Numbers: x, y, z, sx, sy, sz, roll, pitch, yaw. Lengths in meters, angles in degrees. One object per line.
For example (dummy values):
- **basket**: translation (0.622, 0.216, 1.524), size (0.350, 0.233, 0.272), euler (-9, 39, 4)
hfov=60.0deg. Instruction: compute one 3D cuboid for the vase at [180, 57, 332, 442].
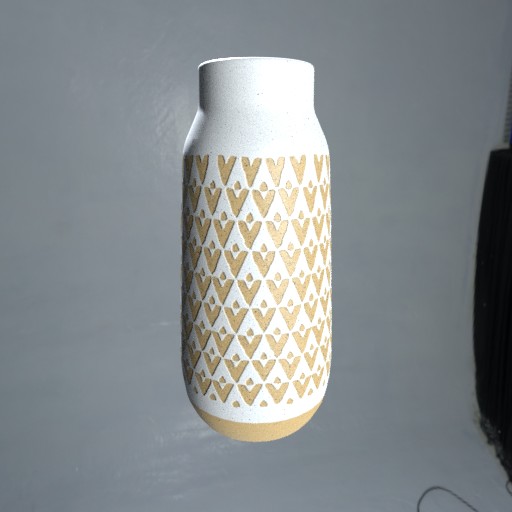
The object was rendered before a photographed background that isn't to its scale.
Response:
- **vase**: translation (0.000, 0.000, 0.386), size (0.137, 0.307, 0.137), euler (0, 15, 0)
